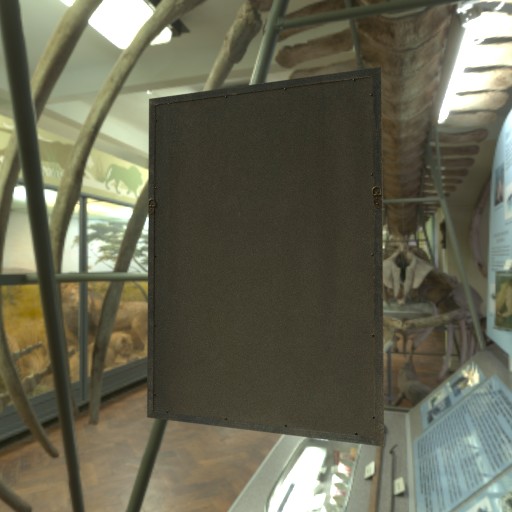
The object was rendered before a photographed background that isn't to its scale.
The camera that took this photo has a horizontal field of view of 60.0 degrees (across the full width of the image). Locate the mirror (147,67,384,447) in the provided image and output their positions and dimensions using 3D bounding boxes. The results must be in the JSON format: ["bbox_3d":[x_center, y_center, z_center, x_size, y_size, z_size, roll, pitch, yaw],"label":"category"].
[{"bbox_3d":[0.000,0.000,1.281,0.705,0.996,0.025,0,-1,18],"label":"mirror"}]
